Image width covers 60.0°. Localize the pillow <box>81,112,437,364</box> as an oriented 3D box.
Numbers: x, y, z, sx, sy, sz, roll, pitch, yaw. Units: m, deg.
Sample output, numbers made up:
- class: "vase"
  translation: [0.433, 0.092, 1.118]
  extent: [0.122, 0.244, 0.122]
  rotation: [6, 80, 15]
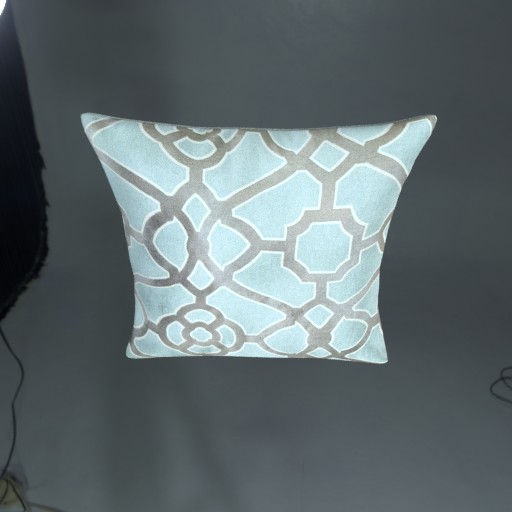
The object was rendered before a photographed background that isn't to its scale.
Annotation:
- class: "pillow"
  translation: [0.000, 0.000, 0.811]
  extent: [0.552, 0.508, 0.166]
  rotation: [1, 31, 2]
